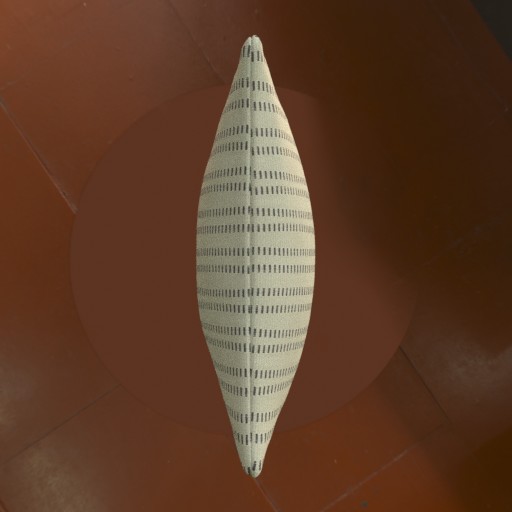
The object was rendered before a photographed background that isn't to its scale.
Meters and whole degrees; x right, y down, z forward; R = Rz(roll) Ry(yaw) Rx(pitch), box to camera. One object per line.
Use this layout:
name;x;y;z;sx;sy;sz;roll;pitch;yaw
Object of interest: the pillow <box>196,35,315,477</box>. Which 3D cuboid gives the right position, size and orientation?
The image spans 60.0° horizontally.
pillow;0.000;0.000;0.800;0.210;0.353;0.640;0;90;-1
